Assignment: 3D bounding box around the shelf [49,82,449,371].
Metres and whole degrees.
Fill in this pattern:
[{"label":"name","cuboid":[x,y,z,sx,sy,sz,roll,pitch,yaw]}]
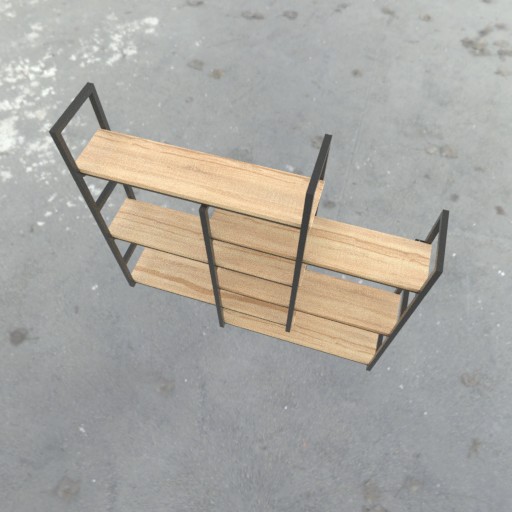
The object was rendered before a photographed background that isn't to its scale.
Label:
[{"label":"shelf","cuboid":[0.000,0.000,1.379,0.946,0.921,0.183,15,60,9]}]
